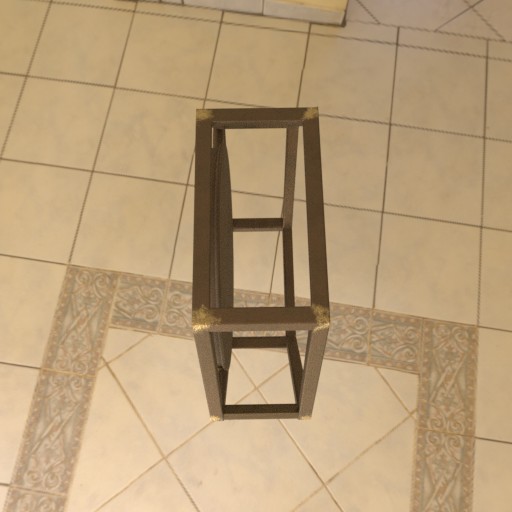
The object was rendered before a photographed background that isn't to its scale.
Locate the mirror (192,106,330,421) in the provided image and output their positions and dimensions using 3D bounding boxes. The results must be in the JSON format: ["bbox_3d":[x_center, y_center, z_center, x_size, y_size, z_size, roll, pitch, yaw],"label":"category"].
[{"bbox_3d":[0.000,0.000,0.544,0.119,0.334,0.380,-1,76,0],"label":"mirror"}]
